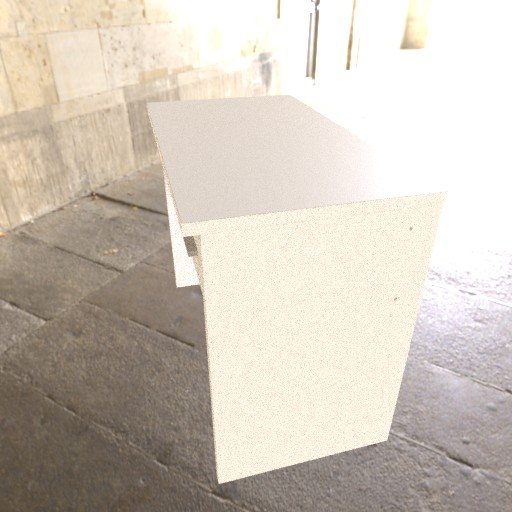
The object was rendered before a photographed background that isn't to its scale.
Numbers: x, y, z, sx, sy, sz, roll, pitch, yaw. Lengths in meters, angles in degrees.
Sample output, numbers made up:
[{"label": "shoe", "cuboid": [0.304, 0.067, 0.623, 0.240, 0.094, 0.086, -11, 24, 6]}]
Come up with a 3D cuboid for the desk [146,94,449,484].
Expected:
[{"label": "desk", "cuboid": [0.000, 0.000, 1.329, 0.498, 0.729, 0.900, -8, 32, -13]}]
